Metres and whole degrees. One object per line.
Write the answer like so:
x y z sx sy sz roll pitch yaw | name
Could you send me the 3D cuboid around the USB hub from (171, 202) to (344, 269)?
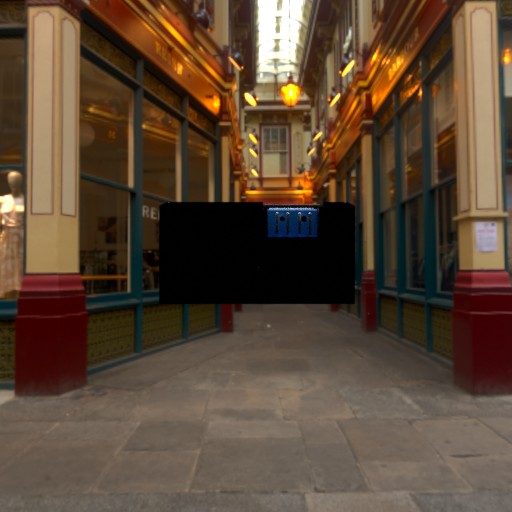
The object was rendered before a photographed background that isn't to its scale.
0.000 0.000 0.130 0.044 0.023 0.110 0 -1 0 | USB hub
